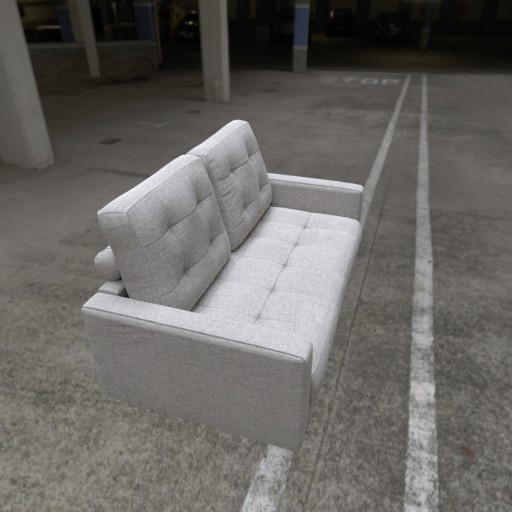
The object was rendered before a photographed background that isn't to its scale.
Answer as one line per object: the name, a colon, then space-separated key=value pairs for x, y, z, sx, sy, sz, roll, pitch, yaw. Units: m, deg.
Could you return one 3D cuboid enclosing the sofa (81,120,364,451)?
sofa: x=0.000 y=0.000 z=2.001 sx=0.842 sy=0.907 sz=1.407 roll=10 pitch=32 yaw=16
